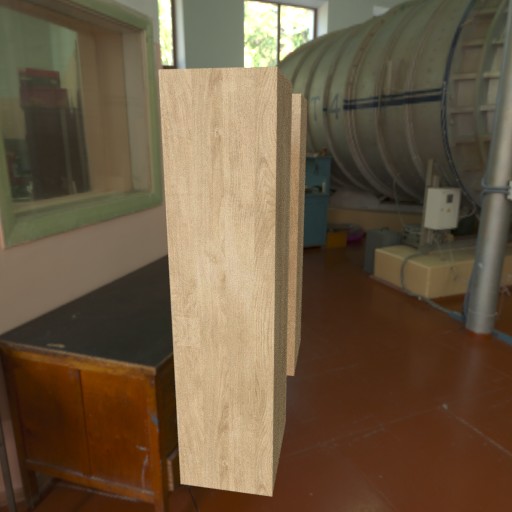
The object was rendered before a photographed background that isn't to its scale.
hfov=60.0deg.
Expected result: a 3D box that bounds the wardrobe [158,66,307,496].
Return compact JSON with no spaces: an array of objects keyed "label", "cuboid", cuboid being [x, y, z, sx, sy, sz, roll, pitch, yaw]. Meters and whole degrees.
[{"label":"wardrobe","cuboid":[0.000,0.000,2.839,0.480,2.000,1.770,3,15,10]}]
